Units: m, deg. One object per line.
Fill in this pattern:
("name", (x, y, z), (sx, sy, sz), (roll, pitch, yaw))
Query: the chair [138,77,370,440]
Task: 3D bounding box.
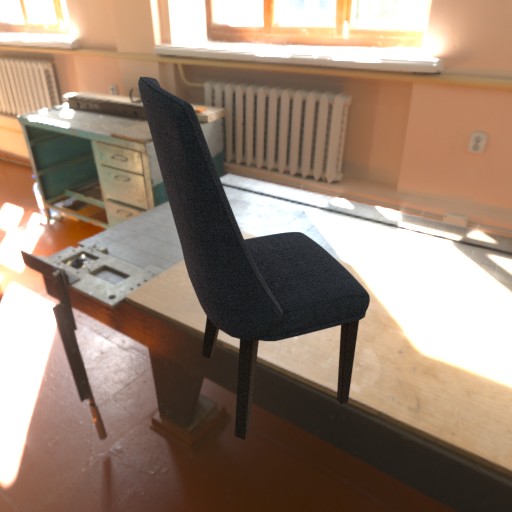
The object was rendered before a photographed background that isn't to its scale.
("chair", (0.000, 0.000, 1.373), (0.577, 1.050, 0.510), (-11, 31, -18))
